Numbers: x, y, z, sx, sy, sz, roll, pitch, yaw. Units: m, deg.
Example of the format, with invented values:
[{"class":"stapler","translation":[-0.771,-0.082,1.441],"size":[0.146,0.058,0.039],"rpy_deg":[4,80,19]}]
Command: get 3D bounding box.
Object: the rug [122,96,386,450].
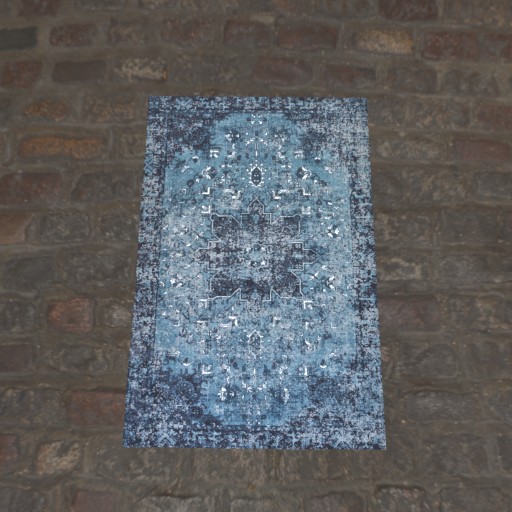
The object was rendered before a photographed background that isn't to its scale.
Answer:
[{"class":"rug","translation":[0.000,0.000,2.259],"size":[1.219,0.005,1.828],"rpy_deg":[1,76,0]}]
